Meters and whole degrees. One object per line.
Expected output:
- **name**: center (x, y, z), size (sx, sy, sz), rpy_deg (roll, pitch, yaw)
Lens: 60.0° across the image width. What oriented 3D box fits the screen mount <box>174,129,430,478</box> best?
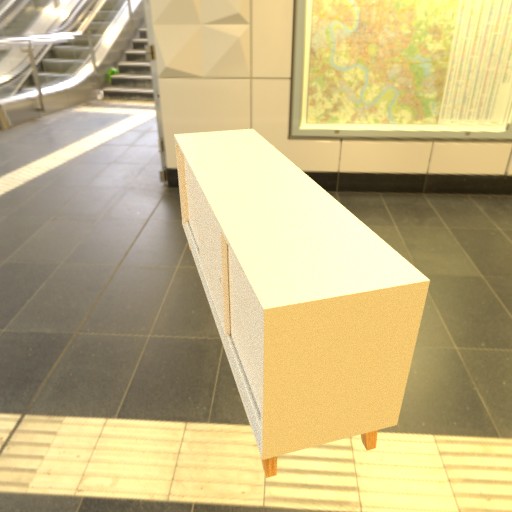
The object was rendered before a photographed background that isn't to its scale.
- **screen mount**: center (0.000, 0.000, 1.744), size (0.400, 0.619, 1.490), rpy_deg (-8, 31, -14)
